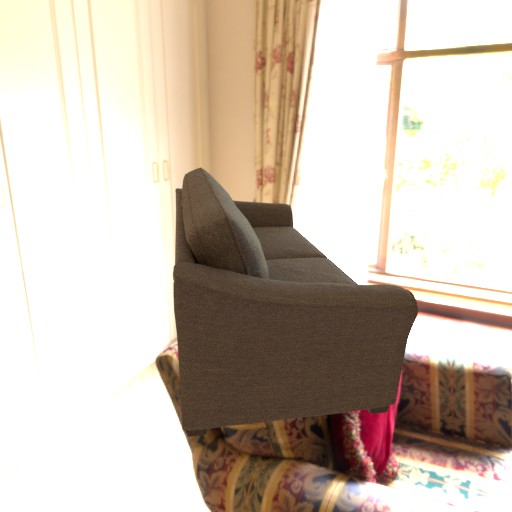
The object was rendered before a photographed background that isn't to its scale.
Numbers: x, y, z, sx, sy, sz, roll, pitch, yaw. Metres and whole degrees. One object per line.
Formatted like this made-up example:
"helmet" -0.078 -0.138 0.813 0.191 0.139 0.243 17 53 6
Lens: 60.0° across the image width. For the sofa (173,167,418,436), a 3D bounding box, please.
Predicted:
"sofa" 0.000 0.000 2.746 0.971 0.950 2.270 -3 17 -9
